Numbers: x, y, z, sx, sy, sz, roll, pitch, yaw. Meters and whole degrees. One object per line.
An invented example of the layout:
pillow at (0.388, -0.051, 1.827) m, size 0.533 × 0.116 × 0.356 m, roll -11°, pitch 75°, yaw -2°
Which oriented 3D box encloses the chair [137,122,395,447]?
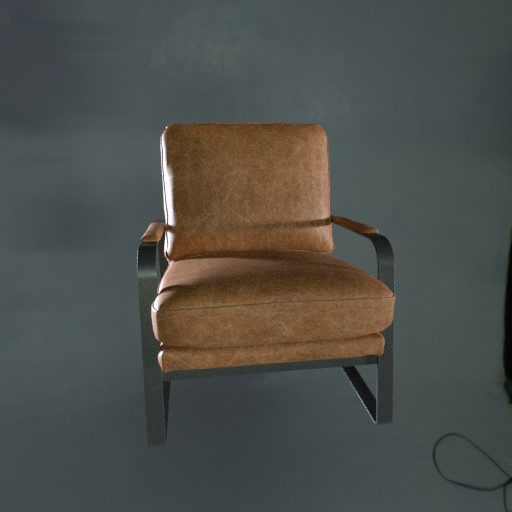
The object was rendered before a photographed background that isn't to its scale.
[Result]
chair at (0.000, 0.000, 1.364) m, size 0.651 × 0.777 × 0.801 m, roll -3°, pitch 18°, yaw -8°
